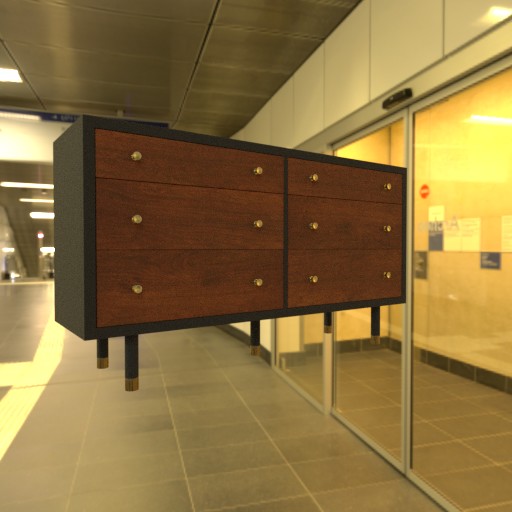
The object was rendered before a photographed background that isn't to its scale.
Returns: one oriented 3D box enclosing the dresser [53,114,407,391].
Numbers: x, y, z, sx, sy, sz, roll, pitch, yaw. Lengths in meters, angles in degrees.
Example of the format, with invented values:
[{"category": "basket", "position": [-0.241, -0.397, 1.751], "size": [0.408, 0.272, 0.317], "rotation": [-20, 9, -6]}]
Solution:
[{"category": "dresser", "position": [0.000, 0.000, 1.950], "size": [1.558, 0.872, 0.463], "rotation": [-1, 1, -35]}]
